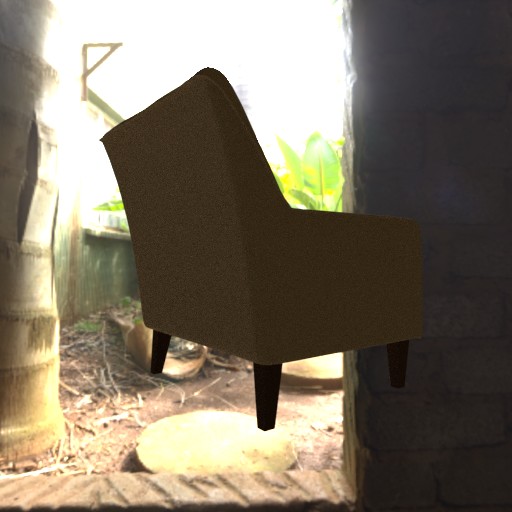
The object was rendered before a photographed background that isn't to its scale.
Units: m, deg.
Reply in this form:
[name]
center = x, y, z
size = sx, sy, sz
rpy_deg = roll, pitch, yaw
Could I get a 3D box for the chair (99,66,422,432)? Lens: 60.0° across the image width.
[chair]
center = 0.000, 0.000, 1.598
size = 0.899, 0.919, 0.780
rpy_deg = 0, 0, -37
